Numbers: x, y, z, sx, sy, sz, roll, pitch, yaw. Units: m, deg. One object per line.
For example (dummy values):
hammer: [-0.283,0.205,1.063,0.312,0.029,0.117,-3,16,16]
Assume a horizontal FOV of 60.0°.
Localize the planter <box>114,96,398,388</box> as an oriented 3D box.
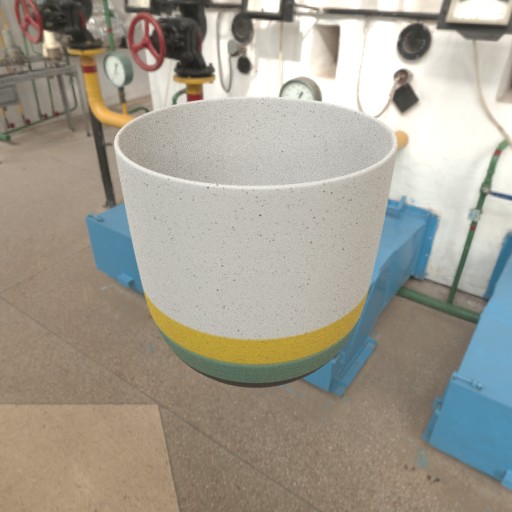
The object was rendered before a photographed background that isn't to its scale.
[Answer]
planter: [0.000,0.000,0.372,0.195,0.214,0.195,0,33,0]
